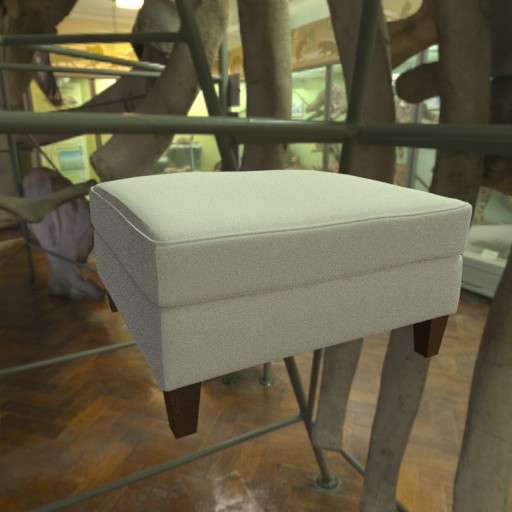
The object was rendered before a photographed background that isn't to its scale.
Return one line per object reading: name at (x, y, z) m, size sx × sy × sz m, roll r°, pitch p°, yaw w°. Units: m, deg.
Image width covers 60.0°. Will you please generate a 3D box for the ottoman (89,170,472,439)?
ottoman at (0.000, 0.000, 1.339) m, size 0.838 × 0.479 × 0.838 m, roll -8°, pitch 19°, yaw -26°
